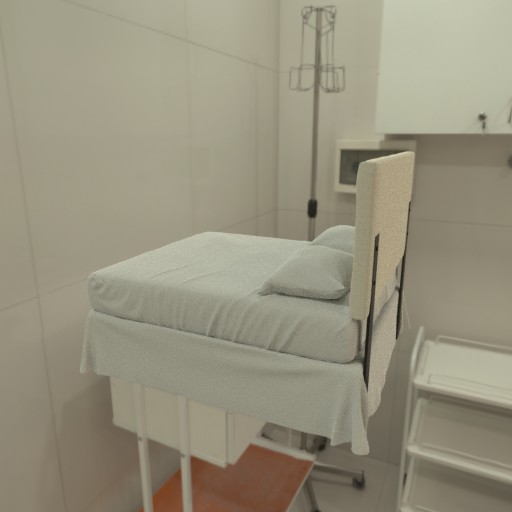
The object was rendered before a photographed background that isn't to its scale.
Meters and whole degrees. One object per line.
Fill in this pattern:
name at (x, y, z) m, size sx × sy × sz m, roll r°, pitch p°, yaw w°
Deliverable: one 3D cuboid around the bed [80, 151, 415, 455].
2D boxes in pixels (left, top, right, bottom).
bed at (0.000, 0.000, 3.466) m, size 2.222 × 1.577 × 1.936 m, roll 7°, pitch 17°, yaw 24°
